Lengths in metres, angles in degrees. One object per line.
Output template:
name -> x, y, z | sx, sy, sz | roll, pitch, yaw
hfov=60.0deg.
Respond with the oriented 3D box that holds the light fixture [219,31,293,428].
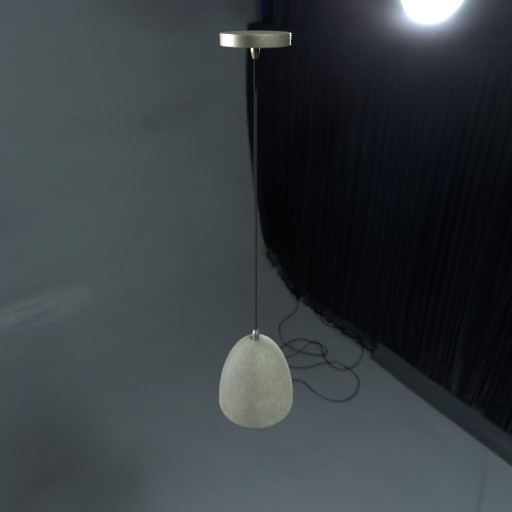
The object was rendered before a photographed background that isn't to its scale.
light fixture -> 0.000, 0.000, 0.843 | 0.170, 0.759, 0.170 | -20, 35, -31
